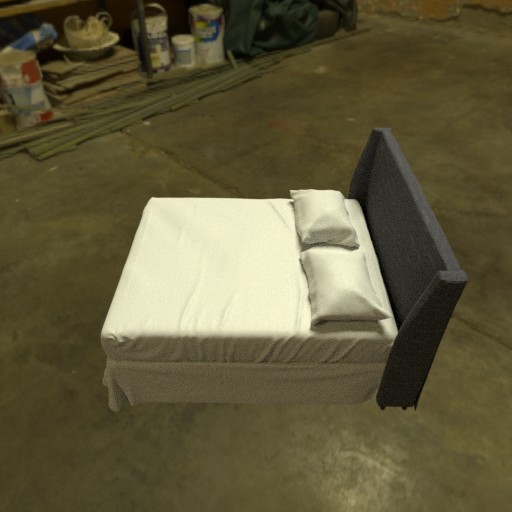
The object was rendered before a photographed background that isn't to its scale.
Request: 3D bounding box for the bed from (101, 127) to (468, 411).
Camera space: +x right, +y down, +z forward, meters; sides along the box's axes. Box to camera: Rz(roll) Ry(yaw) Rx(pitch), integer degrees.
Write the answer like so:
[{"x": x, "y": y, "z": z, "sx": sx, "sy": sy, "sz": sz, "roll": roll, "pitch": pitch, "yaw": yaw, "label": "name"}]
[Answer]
[{"x": 0.000, "y": 0.000, "z": 3.460, "sx": 2.276, "sy": 1.332, "sz": 1.925, "roll": 0, "pitch": 40, "yaw": 1, "label": "bed"}]
